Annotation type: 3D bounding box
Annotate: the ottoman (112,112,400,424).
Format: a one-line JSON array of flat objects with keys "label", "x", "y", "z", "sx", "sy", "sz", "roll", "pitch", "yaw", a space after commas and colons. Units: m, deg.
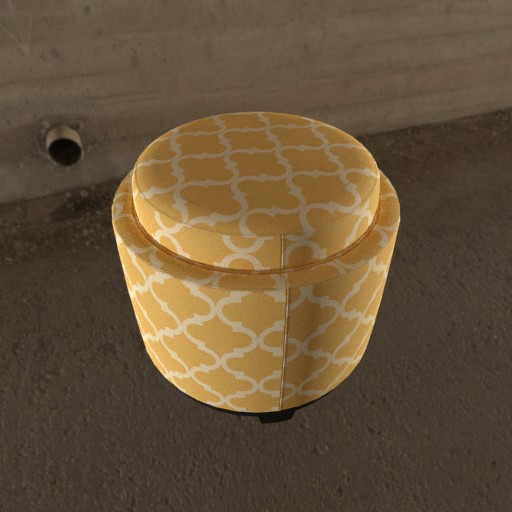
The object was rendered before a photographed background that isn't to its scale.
[{"label": "ottoman", "x": 0.000, "y": 0.000, "z": 0.838, "sx": 0.480, "sy": 0.429, "sz": 0.480, "roll": 0, "pitch": 41, "yaw": 0}]
